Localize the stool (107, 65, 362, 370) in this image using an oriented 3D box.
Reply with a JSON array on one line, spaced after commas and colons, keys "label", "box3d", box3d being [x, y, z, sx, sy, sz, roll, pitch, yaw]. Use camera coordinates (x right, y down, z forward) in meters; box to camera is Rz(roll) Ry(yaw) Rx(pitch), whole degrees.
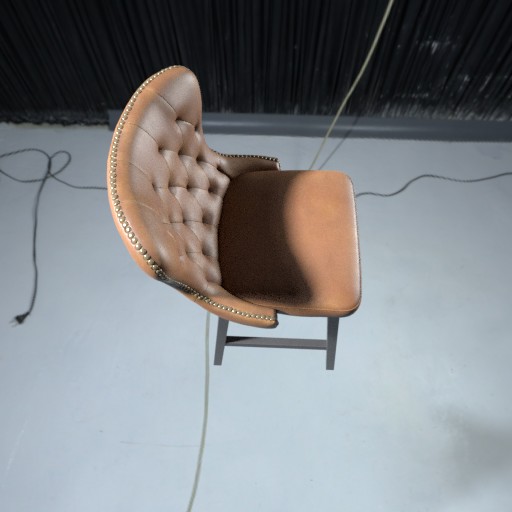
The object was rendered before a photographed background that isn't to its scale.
[{"label": "stool", "box3d": [0.000, 0.000, 1.308, 0.593, 0.971, 0.528, 2, 63, 1]}]
